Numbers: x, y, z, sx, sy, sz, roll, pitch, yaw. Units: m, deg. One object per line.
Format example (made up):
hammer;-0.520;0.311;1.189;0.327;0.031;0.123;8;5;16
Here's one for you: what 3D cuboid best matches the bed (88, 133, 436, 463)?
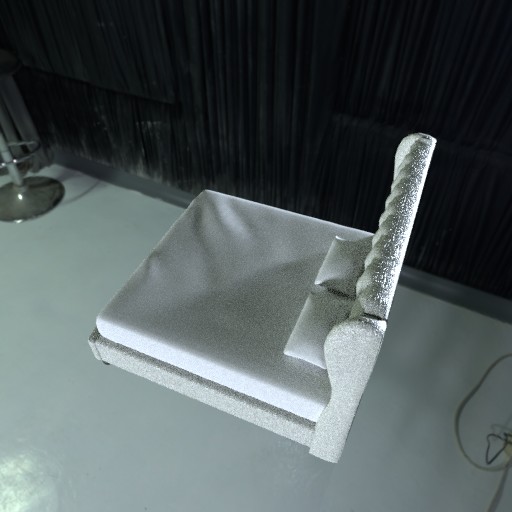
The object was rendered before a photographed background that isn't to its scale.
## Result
bed;0.000;0.000;3.893;2.347;1.771;2.219;17;48;16
